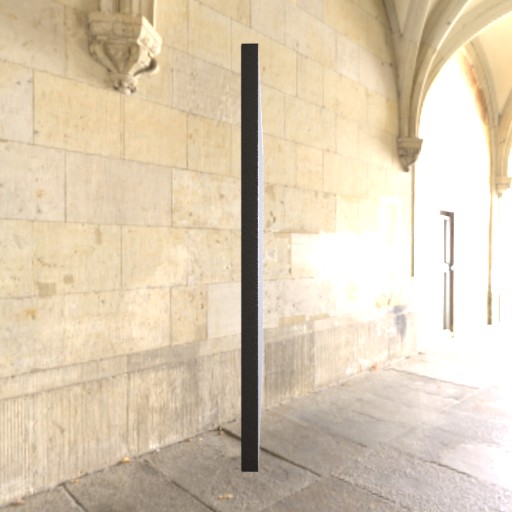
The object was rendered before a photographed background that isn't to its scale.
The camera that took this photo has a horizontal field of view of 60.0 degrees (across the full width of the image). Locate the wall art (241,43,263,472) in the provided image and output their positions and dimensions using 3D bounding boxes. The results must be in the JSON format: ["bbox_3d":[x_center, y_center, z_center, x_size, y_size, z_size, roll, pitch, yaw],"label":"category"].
[{"bbox_3d":[0.000,0.000,0.724,0.018,0.450,0.521,0,1,1],"label":"wall art"}]
